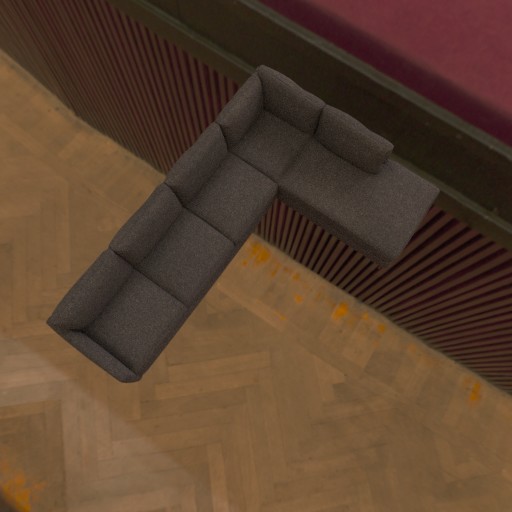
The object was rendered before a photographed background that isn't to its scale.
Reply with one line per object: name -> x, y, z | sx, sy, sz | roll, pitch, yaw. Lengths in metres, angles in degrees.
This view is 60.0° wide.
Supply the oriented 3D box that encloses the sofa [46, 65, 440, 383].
sofa -> 0.000, 0.000, 3.806 | 2.007, 0.815, 2.949 | 35, 78, 9
